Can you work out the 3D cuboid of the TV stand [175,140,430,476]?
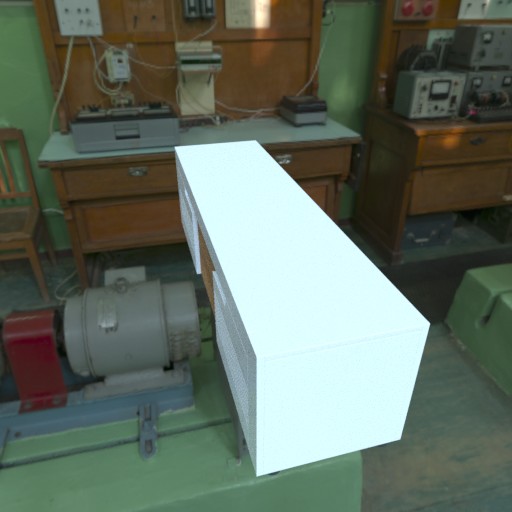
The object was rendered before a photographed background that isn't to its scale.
[{"bbox_3d":[0.000,0.000,1.696,0.410,0.440,1.500,-8,32,-13],"label":"TV stand"}]
